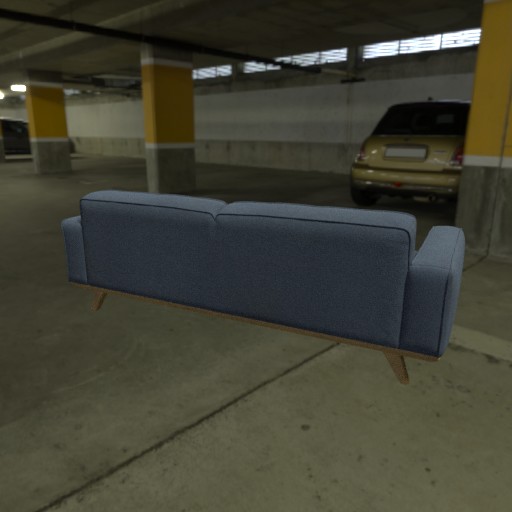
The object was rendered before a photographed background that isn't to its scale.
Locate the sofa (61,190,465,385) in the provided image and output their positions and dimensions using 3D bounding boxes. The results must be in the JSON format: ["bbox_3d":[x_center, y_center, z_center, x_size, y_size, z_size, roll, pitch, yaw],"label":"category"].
[{"bbox_3d":[0.000,0.000,2.693,2.270,0.782,0.953,8,18,26],"label":"sofa"}]
